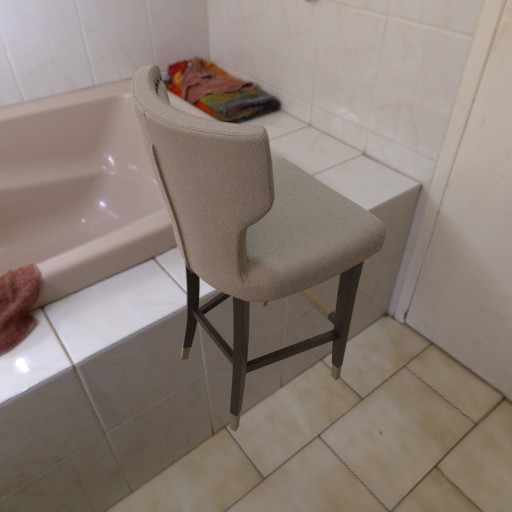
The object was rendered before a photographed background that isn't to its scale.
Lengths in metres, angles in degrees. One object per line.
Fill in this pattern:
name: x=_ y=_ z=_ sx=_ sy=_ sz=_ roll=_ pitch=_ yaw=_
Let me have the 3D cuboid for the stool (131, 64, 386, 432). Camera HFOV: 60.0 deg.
stool: x=0.000 y=0.000 z=1.380 sx=0.563 sy=1.092 sz=0.526 roll=-25 pitch=46 yaw=-26
